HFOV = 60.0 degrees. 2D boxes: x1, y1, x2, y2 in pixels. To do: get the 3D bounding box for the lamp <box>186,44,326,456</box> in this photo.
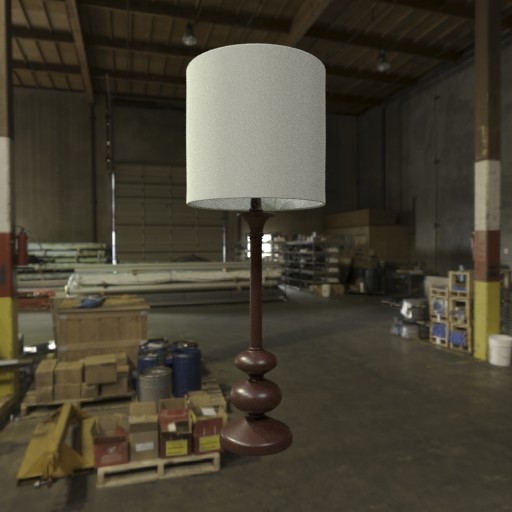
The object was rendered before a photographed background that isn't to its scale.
[{"bbox_3d":[0.000,0.000,0.823,0.254,0.690,0.254,0,1,-17],"label":"lamp"}]
